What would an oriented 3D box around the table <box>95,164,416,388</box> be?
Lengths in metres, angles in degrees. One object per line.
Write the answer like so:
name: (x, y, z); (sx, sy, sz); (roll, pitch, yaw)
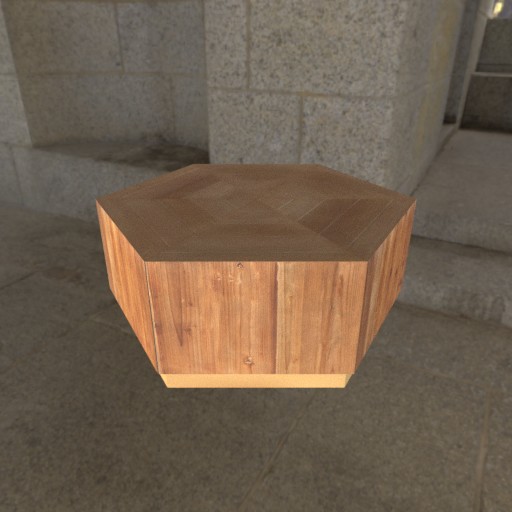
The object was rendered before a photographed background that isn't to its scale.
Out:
table: (0.000, 0.000, 1.693); (1.154, 0.456, 1.000); (0, 26, 0)
